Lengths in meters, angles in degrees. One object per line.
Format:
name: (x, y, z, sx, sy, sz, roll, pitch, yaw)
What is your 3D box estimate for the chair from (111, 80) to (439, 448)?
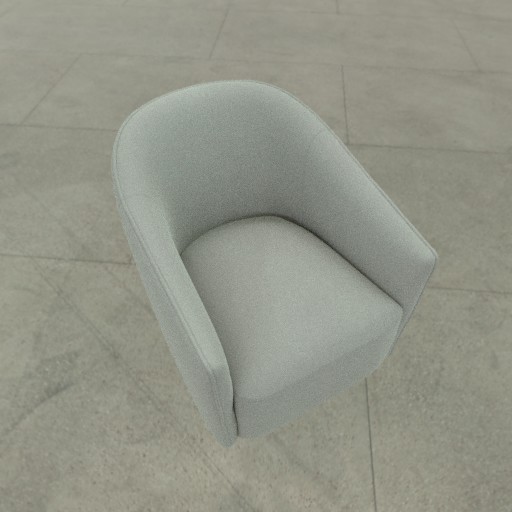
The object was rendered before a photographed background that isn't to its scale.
chair: (0.000, 0.000, 1.449, 0.747, 0.799, 0.875, -23, 51, -20)
